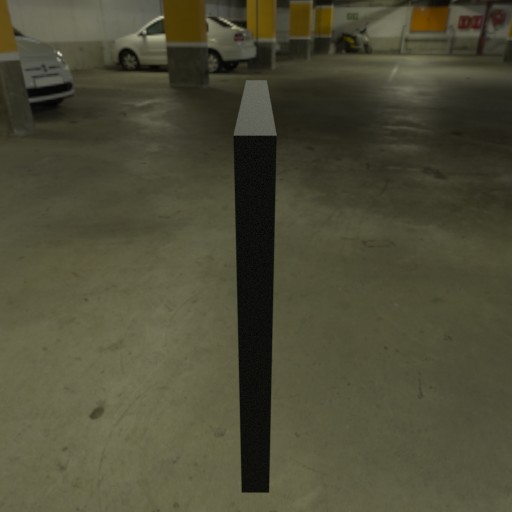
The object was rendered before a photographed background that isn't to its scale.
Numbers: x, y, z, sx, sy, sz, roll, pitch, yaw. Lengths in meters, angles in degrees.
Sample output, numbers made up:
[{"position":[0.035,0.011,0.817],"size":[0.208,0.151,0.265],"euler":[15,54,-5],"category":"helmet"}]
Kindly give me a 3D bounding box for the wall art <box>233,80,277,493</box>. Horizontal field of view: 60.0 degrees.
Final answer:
[{"position":[0.000,0.000,0.752],"size":[0.040,0.509,0.509],"euler":[0,27,0],"category":"wall art"}]
